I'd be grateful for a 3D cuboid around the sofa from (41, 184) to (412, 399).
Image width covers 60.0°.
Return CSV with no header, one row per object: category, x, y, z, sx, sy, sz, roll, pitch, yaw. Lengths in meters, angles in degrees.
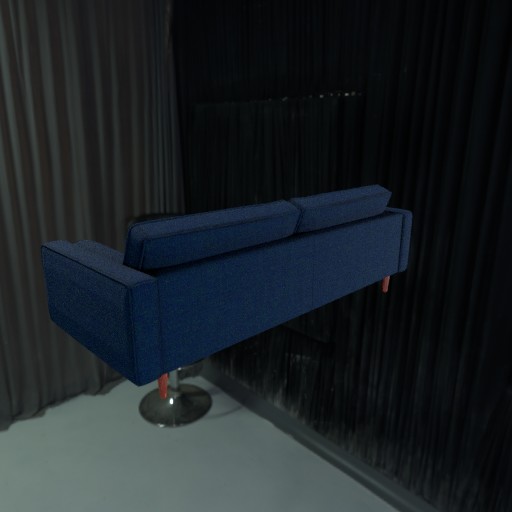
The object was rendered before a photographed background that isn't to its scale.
sofa,0.000,0.000,2.720,2.210,0.762,0.914,-15,22,-42
